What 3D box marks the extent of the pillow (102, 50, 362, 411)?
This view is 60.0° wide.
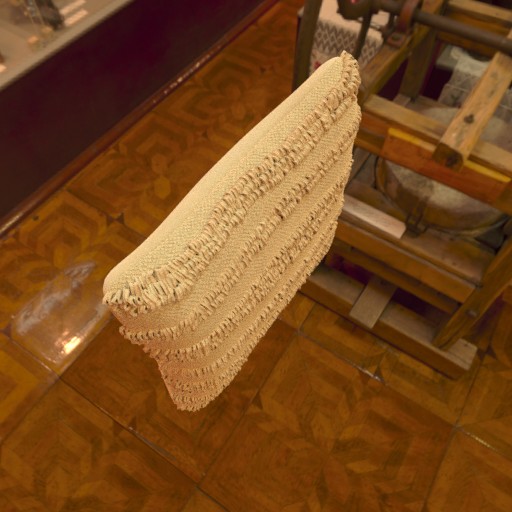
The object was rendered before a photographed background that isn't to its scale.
[{"bbox_3d":[0.000,0.000,0.644,0.145,0.427,0.437,31,64,17],"label":"pillow"}]
